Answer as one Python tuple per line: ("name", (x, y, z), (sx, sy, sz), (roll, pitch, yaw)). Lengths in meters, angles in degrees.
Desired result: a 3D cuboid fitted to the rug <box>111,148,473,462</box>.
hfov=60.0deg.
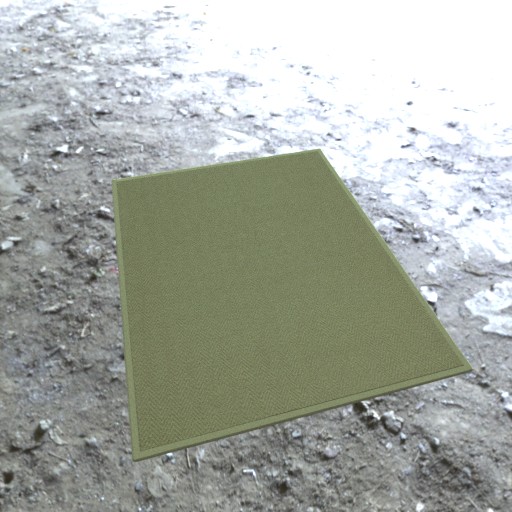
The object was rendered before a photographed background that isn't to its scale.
("rug", (0.000, 0.000, 3.978), (2.407, 0.020, 3.051), (-11, 46, -11))
